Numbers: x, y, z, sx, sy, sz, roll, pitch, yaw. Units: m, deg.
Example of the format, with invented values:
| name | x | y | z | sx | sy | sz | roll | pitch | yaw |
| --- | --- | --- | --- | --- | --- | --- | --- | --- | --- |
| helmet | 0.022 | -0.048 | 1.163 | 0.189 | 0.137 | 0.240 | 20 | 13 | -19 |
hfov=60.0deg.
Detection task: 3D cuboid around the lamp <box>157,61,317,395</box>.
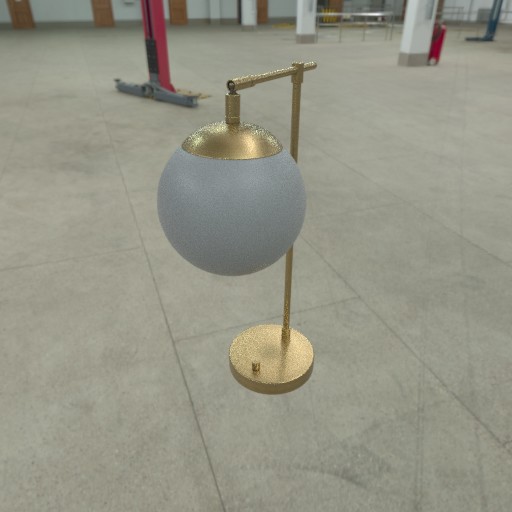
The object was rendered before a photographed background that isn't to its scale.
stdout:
| name | x | y | z | sx | sy | sz | roll | pitch | yaw |
| --- | --- | --- | --- | --- | --- | --- | --- | --- | --- |
| lamp | 0.000 | 0.000 | 0.721 | 0.207 | 0.559 | 0.324 | 19 | 36 | 29 |
